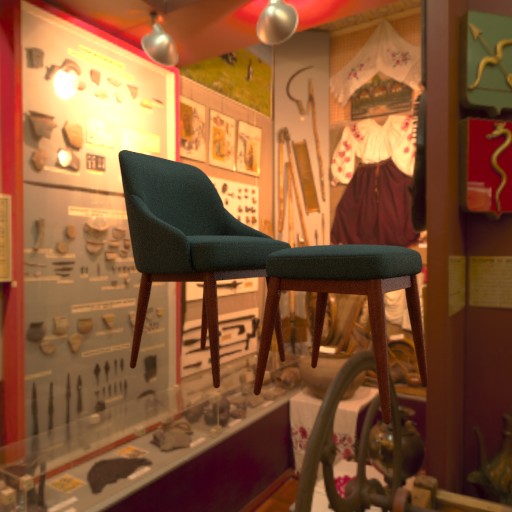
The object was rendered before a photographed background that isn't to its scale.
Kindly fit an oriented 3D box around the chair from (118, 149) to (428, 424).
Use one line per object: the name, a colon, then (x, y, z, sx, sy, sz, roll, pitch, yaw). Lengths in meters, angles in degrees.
chair: (0.000, 0.000, 1.620, 1.114, 0.866, 0.584, 0, 1, 34)
